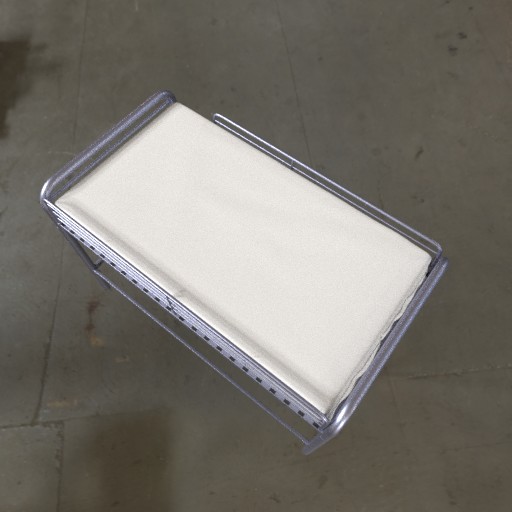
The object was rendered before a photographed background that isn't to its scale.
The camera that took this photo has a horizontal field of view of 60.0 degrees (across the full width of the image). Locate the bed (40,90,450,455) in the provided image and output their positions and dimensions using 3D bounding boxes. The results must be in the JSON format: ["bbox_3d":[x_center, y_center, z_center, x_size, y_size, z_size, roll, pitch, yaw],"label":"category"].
[{"bbox_3d":[0.000,0.000,2.905,1.965,1.288,1.415,35,67,17],"label":"bed"}]
